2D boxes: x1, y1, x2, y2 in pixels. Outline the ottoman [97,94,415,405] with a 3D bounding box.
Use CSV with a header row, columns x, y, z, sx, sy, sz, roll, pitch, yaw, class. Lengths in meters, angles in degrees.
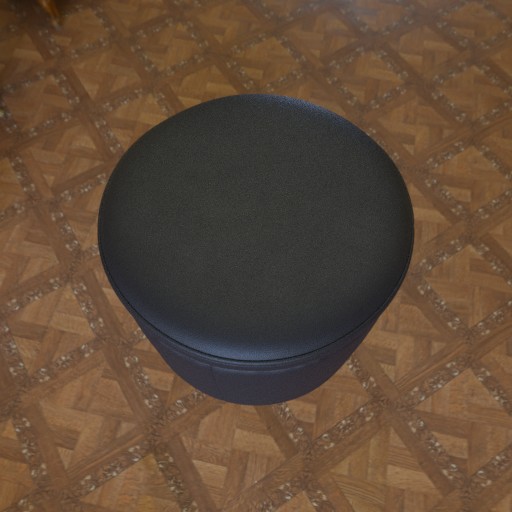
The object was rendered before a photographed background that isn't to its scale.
x,y,z,sx,sy,sz,roll,pitch,yaw,class
0.000,0.000,0.852,0.501,0.409,0.501,0,63,0,ottoman
